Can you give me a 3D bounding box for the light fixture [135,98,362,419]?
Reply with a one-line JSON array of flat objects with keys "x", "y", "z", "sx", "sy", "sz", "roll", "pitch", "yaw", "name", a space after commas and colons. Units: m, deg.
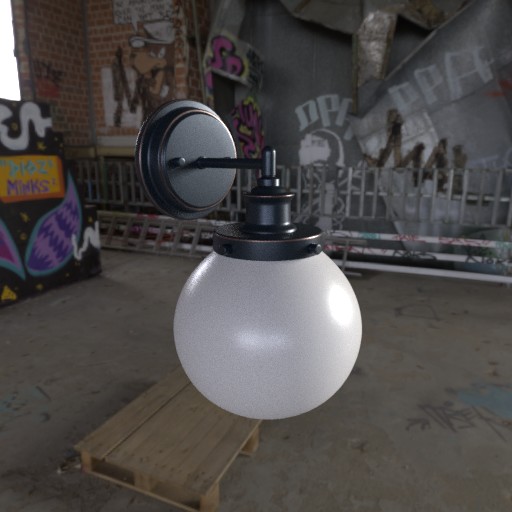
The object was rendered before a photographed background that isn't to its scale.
[{"x": 0.000, "y": 0.000, "z": 0.469, "sx": 0.230, "sy": 0.332, "sz": 0.197, "roll": 12, "pitch": 18, "yaw": 42, "name": "light fixture"}]
